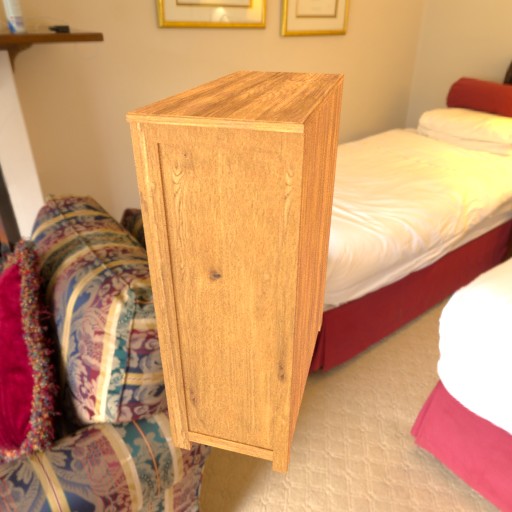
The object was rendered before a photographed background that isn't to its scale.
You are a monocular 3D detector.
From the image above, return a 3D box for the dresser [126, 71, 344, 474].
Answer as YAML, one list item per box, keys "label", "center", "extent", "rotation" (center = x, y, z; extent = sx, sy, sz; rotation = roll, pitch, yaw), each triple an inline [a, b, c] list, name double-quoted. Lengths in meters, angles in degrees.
- label: "dresser"
  center: [0.000, 0.000, 2.005]
  extent: [0.558, 1.431, 1.081]
  rotation: [8, 30, 14]
